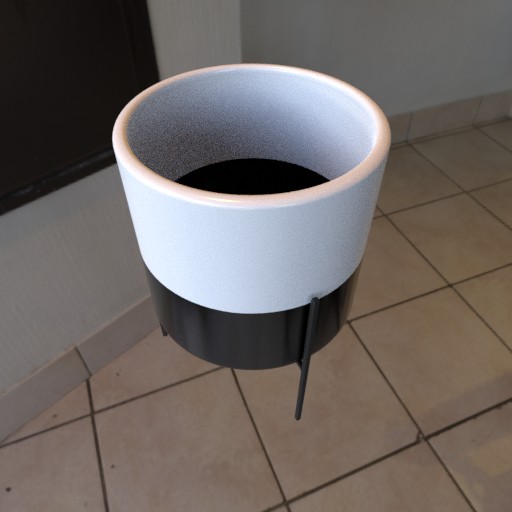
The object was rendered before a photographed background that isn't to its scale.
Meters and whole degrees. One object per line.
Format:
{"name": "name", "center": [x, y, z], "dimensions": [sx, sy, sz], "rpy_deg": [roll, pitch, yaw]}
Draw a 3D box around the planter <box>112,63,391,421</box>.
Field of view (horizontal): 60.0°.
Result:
{"name": "planter", "center": [0.000, 0.000, 0.638], "dimensions": [0.310, 0.432, 0.310], "rpy_deg": [-32, 53, -27]}
